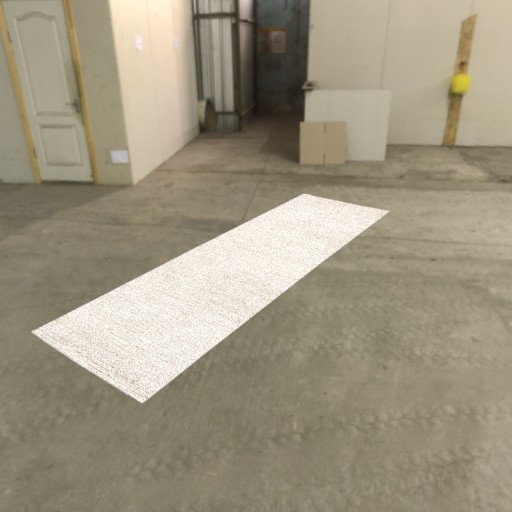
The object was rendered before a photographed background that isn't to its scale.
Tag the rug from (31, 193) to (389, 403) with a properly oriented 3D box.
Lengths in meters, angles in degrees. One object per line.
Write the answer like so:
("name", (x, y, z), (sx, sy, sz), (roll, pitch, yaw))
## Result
("rug", (0.000, 0.000, 2.576), (0.712, 0.013, 2.346), (18, 31, 32))
